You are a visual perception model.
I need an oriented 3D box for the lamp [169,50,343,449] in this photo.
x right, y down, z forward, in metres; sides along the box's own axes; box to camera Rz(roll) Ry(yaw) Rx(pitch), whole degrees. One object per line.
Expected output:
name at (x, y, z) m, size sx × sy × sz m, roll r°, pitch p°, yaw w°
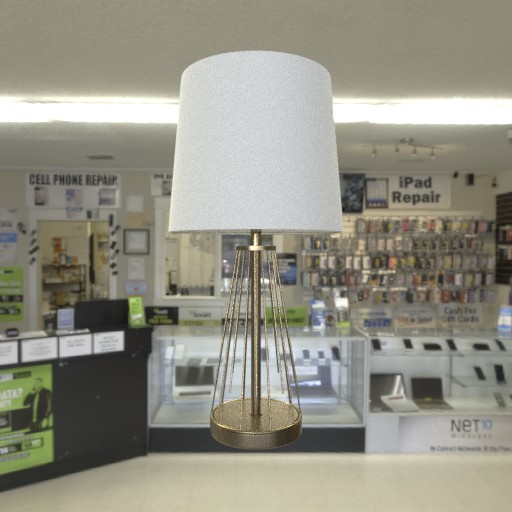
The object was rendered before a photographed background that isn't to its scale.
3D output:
lamp at (0.000, 0.000, 0.784) m, size 0.303 × 0.618 × 0.303 m, roll 0°, pitch 1°, yaw 0°
